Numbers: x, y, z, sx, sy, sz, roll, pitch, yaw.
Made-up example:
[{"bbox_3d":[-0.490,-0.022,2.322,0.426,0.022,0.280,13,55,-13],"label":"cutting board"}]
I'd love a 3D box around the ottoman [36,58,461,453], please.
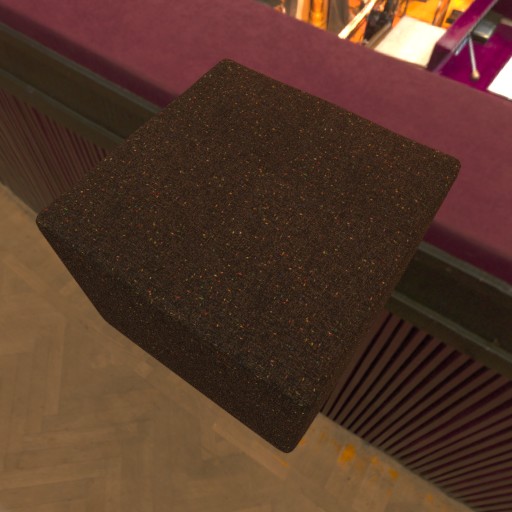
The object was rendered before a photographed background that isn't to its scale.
[{"bbox_3d":[0.000,0.000,0.870,0.508,0.432,0.508,31,63,18],"label":"ottoman"}]
